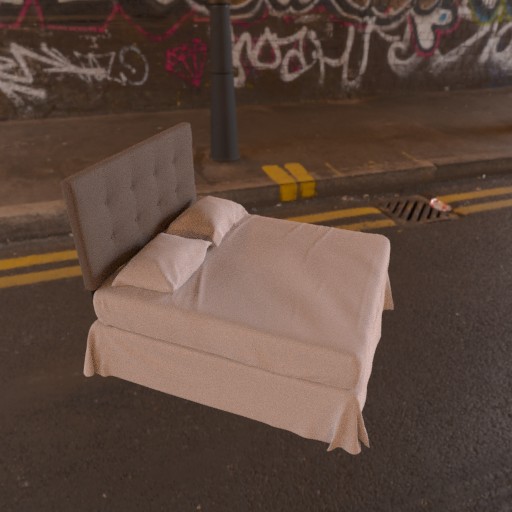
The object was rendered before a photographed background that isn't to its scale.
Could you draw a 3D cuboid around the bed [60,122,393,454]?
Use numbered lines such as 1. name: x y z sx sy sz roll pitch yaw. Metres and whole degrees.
1. bed: 0.000 0.000 3.536 2.222 1.577 1.936 11 32 18
